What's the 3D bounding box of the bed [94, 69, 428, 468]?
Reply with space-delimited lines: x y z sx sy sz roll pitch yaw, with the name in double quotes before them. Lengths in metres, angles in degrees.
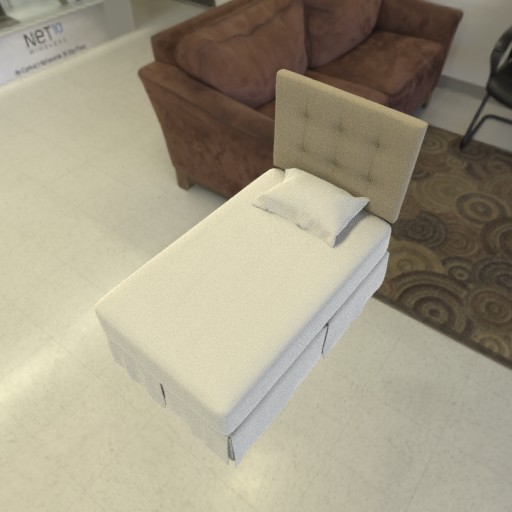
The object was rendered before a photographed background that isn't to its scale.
"bed" 0.000 0.000 3.031 1.261 1.571 1.997 32 56 25
